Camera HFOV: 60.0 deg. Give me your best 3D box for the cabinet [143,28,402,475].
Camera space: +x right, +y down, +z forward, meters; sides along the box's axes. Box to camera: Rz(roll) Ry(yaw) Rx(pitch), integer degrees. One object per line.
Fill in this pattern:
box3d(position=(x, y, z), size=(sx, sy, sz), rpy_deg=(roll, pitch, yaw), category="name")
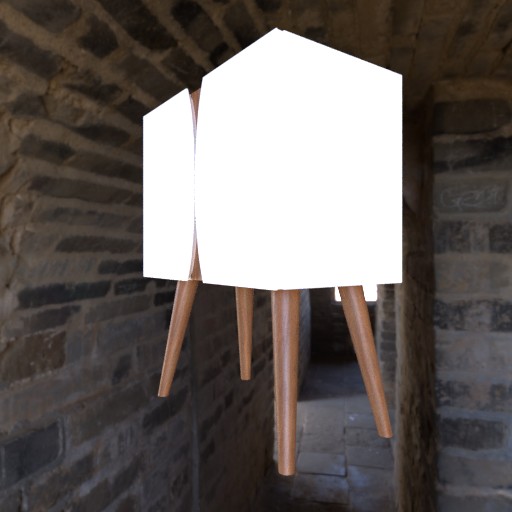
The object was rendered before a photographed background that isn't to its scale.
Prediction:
box3d(position=(0.000, 0.000, 1.084), size=(0.344, 0.772, 0.591), rpy_deg=(0, 0, -36), category="cabinet")
